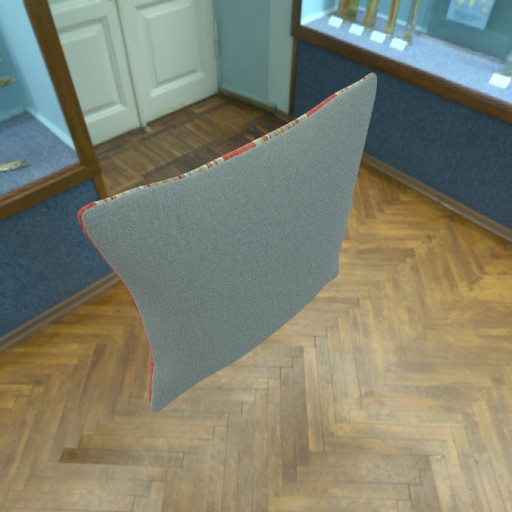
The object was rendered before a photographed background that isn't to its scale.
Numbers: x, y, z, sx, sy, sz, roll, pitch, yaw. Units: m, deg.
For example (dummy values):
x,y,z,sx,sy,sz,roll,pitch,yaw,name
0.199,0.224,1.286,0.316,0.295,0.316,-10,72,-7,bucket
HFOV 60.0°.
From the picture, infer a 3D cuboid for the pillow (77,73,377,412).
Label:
x,y,z,sx,sy,sz,roll,pitch,yaw,name
0.000,0.000,0.646,0.437,0.419,0.136,-33,55,-27,pillow
